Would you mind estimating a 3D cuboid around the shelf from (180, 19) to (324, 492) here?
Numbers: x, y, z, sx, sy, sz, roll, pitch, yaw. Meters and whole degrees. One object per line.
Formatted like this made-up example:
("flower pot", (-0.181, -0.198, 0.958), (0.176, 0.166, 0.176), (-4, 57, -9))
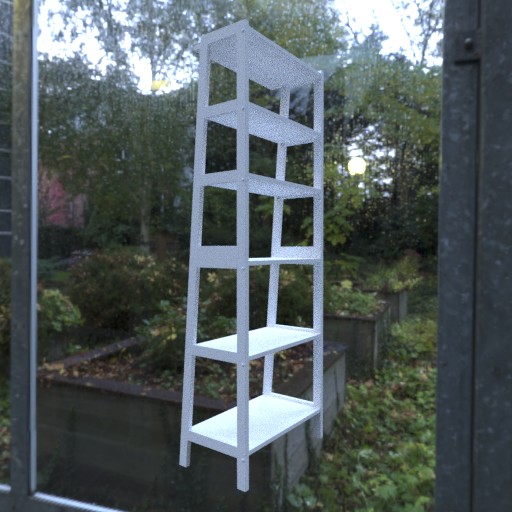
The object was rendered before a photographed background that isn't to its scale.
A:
("shelf", (0.000, 0.000, 2.147), (0.381, 1.892, 0.660), (1, 1, 37))
